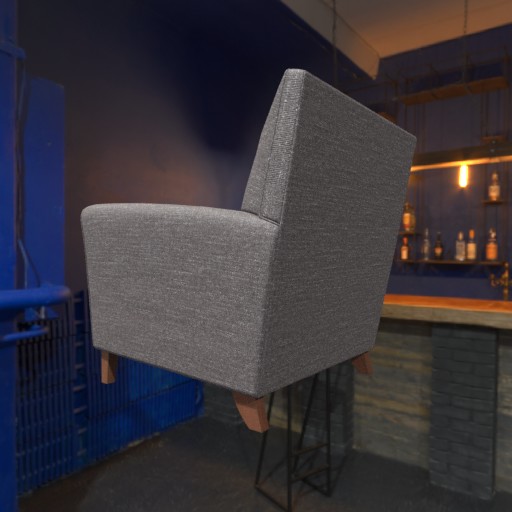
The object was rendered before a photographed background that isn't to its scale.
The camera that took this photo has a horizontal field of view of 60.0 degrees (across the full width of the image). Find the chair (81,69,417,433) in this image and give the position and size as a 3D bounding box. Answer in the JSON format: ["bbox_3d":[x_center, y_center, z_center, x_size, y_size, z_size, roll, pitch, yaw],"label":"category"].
[{"bbox_3d":[0.000,0.000,1.567,0.875,0.885,0.838,1,1,38],"label":"chair"}]
